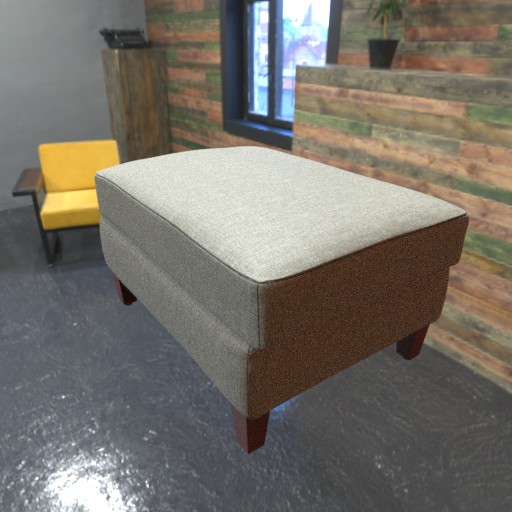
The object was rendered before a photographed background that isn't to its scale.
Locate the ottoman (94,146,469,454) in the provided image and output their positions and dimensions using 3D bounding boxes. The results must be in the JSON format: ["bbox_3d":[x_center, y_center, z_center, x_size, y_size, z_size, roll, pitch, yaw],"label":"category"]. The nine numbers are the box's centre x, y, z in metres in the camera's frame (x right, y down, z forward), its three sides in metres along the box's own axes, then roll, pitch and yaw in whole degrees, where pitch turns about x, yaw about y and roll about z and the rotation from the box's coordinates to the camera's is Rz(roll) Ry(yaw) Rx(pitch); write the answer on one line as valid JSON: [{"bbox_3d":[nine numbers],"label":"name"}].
[{"bbox_3d":[0.000,0.000,1.245,0.639,0.494,0.873,-17,31,-31],"label":"ottoman"}]
